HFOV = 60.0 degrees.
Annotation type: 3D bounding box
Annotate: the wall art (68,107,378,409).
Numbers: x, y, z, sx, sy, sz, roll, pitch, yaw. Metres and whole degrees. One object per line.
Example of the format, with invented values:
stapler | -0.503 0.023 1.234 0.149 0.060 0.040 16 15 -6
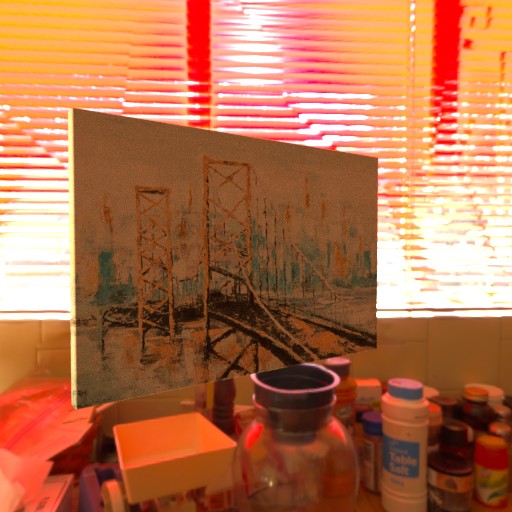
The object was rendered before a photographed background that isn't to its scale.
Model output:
wall art | 0.000 0.000 1.163 0.913 0.609 0.038 -1 2 -34
